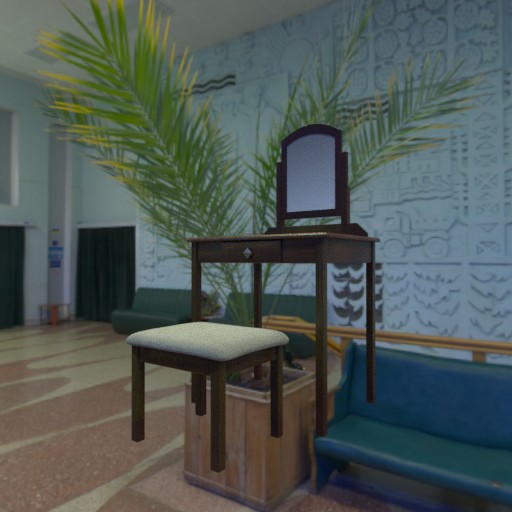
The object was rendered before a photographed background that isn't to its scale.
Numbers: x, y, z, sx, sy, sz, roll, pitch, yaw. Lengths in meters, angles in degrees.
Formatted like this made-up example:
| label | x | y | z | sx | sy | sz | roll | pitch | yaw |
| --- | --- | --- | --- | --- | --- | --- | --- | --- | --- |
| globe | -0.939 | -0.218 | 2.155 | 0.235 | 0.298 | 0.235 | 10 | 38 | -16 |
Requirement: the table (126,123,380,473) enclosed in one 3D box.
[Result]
| label | x | y | z | sx | sy | sz | roll | pitch | yaw |
| --- | --- | --- | --- | --- | --- | --- | --- | --- | --- |
| table | 0.000 | 0.000 | 2.275 | 0.876 | 1.631 | 1.211 | 0 | -1 | 36 |
